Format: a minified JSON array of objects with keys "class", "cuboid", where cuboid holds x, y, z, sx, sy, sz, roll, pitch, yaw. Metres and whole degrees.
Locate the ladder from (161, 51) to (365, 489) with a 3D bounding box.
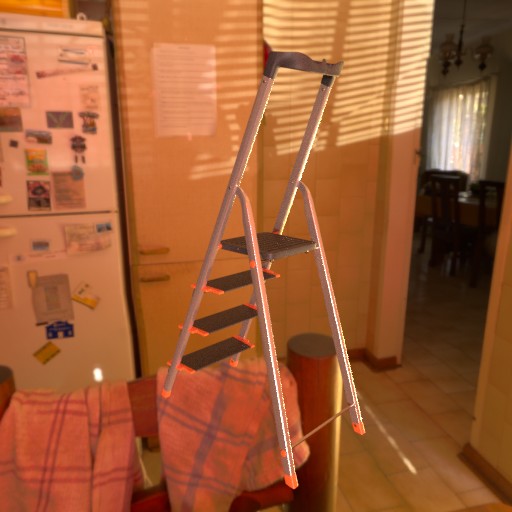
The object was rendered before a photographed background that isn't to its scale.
[{"class":"ladder","cuboid":[0.000,0.000,1.790,0.452,1.429,0.834,-13,19,-43]}]
